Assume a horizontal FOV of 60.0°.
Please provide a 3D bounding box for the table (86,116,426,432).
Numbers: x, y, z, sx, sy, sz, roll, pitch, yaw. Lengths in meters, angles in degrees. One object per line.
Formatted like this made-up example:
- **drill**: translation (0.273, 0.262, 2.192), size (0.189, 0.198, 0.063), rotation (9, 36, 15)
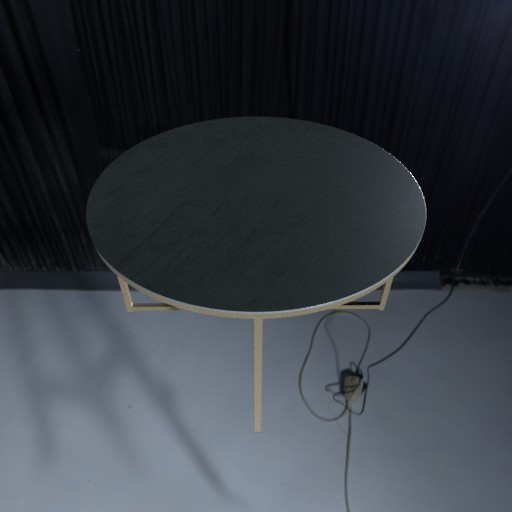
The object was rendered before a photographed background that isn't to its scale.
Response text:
- **table**: translation (0.000, 0.000, 1.233), size (0.800, 0.450, 0.800), rotation (0, 42, 0)
